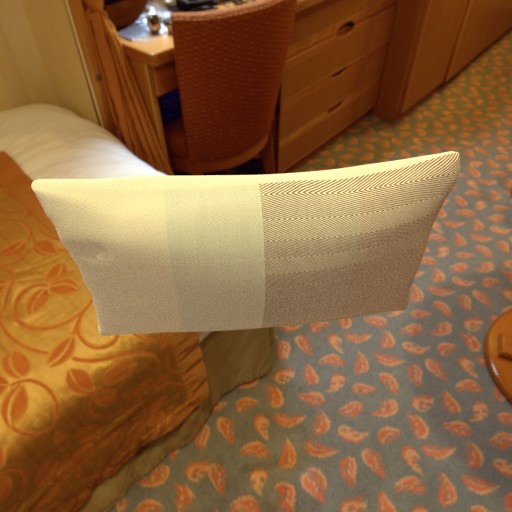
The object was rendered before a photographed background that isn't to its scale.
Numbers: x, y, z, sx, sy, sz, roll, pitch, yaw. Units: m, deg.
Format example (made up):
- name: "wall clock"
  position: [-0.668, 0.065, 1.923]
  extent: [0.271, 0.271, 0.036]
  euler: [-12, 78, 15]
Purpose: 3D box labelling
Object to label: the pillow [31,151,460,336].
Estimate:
- name: "pillow"
  position: [0.000, 0.000, 0.619]
  extent: [0.506, 0.305, 0.139]
  euler: [-4, 47, -4]
